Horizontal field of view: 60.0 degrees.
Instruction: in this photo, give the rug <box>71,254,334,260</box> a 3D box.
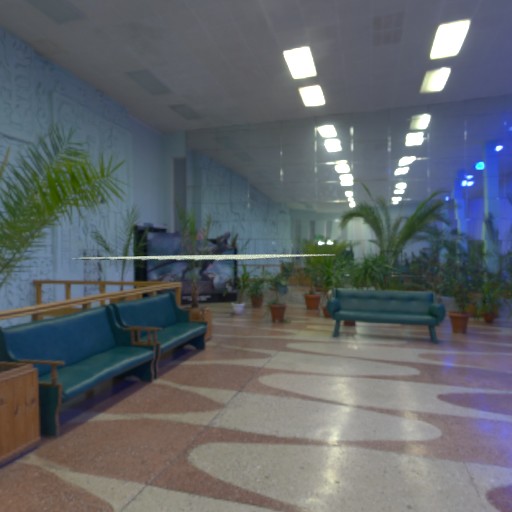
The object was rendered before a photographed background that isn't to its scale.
[{"bbox_3d":[0.000,0.000,2.540,0.620,0.008,2.372,0,1,18],"label":"rug"}]
